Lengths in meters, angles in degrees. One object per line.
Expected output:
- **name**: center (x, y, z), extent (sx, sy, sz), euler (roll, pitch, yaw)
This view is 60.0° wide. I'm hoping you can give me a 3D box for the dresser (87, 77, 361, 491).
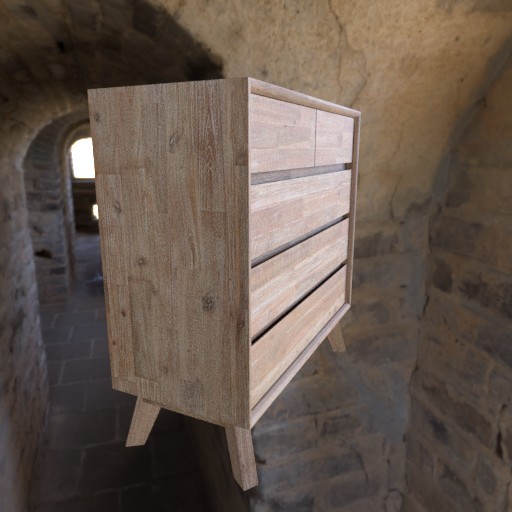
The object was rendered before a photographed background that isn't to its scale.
- **dresser**: center (0.000, 0.000, 1.571), extent (0.455, 1.029, 0.998), euler (7, 15, 25)
